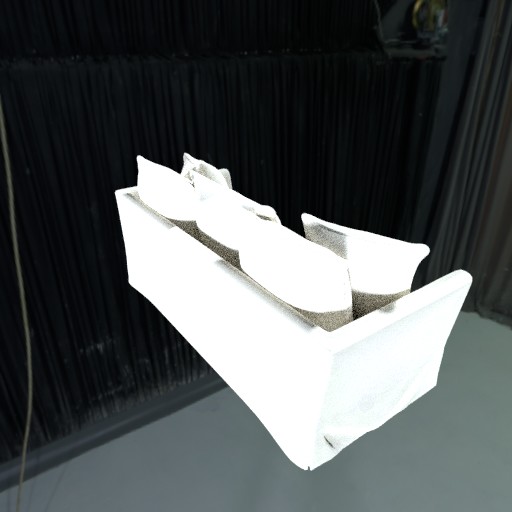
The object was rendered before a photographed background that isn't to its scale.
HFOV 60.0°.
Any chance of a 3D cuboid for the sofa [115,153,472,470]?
[{"bbox_3d":[0.000,0.000,2.831,1.031,1.034,2.290,-18,32,-31],"label":"sofa"}]
